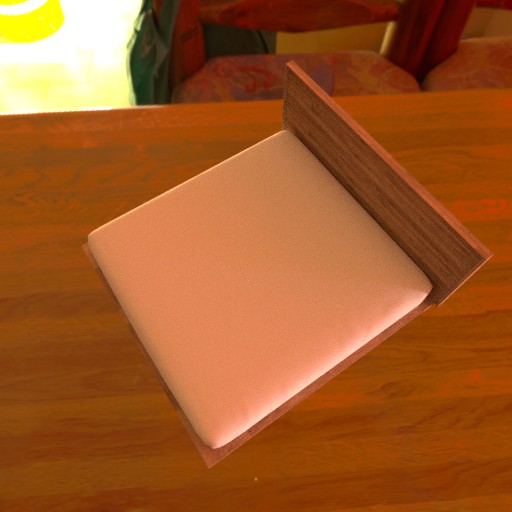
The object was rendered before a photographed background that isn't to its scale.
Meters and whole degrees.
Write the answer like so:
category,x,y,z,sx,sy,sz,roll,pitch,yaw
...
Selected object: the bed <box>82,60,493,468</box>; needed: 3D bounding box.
category,x,y,z,sx,sy,sz,roll,pitch,yaw
bed,0.000,0.000,3.382,2.167,1.100,2.116,-31,67,-15
